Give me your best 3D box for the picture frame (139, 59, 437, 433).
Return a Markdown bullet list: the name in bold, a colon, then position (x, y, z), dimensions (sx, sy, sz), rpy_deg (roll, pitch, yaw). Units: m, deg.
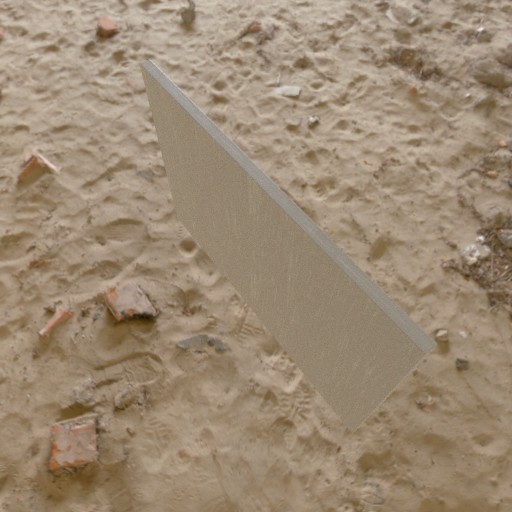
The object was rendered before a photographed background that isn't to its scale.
- **picture frame**: position (0.000, 0.000, 1.190), dimensions (0.029, 0.640, 0.950), rpy_deg (-32, 63, -19)
